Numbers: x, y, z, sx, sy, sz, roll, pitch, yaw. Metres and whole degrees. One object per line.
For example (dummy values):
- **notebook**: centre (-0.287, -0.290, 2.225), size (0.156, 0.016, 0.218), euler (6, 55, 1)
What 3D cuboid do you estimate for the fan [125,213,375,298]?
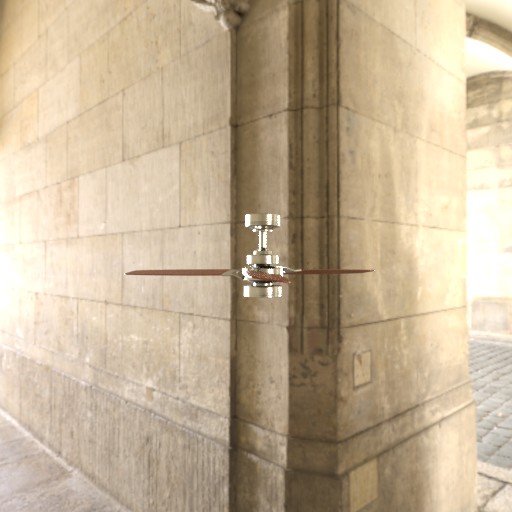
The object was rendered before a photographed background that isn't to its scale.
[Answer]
- **fan**: centre (0.000, 0.000, 2.050), size (1.416, 0.410, 1.271), euler (0, -1, -1)
